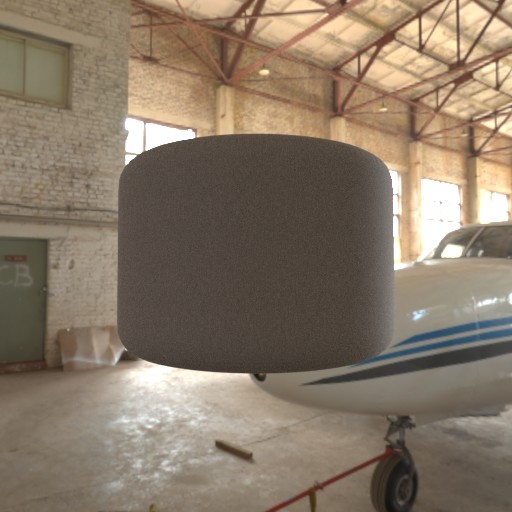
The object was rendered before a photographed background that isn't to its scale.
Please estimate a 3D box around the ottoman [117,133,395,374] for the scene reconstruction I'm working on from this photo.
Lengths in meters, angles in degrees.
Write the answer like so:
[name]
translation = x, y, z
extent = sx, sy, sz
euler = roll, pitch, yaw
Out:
[ottoman]
translation = 0.000, 0.000, 1.020
extent = 0.608, 0.433, 0.608
euler = 0, -2, 0
